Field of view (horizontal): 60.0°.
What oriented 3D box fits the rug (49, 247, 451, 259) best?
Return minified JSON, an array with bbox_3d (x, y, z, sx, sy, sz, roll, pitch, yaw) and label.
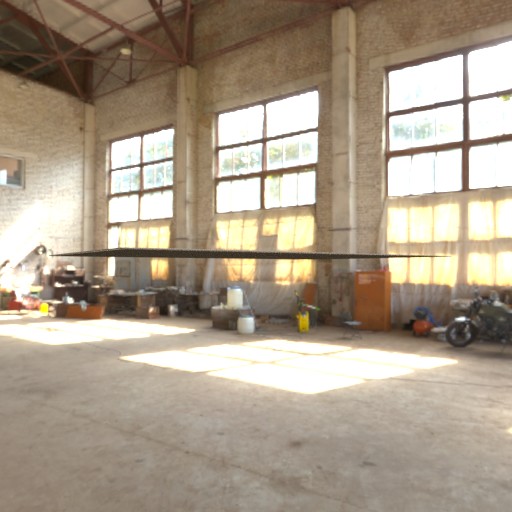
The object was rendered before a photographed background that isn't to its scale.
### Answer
[{"bbox_3d":[0.000,0.000,3.142,2.438,0.008,1.523,1,-2,-35],"label":"rug"}]
